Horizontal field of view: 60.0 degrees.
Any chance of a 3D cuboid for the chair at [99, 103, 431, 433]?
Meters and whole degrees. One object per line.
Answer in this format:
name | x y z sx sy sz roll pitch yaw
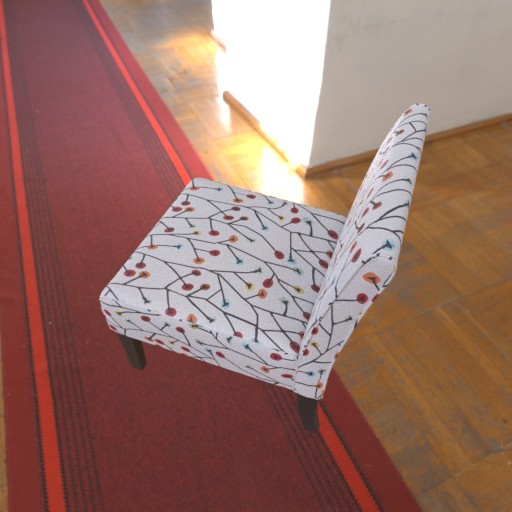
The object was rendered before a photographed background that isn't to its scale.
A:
chair | 0.000 0.000 1.304 0.732 0.813 0.597 16 48 14
